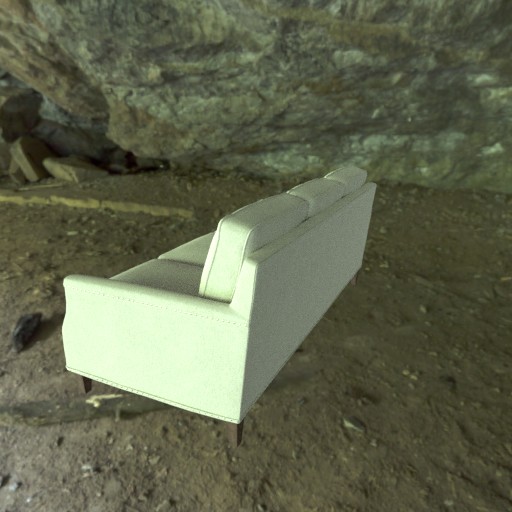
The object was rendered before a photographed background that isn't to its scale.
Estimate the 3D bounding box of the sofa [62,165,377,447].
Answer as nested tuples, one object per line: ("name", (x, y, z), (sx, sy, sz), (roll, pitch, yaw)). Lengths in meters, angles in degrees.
("sofa", (0.000, 0.000, 2.863), (1.084, 1.003, 2.246), (9, 20, 24))
